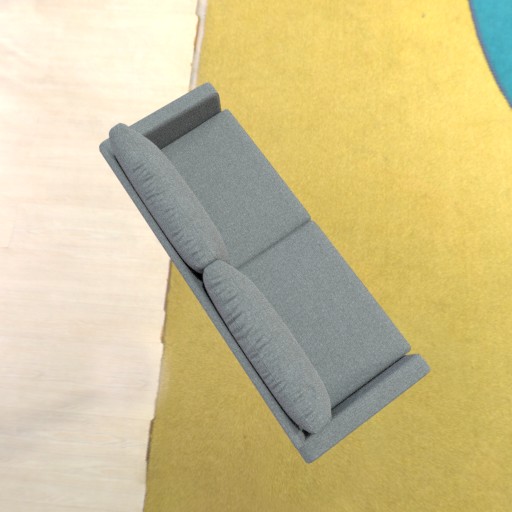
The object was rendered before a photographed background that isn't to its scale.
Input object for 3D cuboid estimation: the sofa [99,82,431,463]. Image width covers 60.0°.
[{"bbox_3d":[0.000,0.000,2.724,0.880,0.880,2.200,-33,77,-9],"label":"sofa"}]
